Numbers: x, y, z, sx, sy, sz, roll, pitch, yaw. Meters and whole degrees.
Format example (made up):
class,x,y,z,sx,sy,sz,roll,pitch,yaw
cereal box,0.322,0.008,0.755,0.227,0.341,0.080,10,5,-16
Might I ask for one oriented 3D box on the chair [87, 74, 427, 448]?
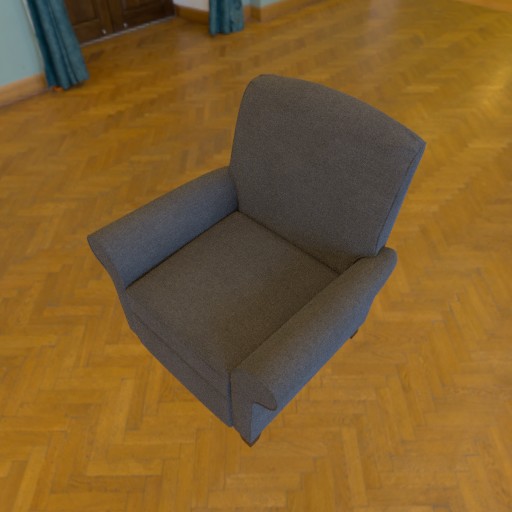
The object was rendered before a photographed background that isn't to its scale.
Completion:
class,x,y,z,sx,sy,sz,roll,pitch,yaw
chair,0.000,0.000,1.744,0.978,1.061,0.905,34,55,28
